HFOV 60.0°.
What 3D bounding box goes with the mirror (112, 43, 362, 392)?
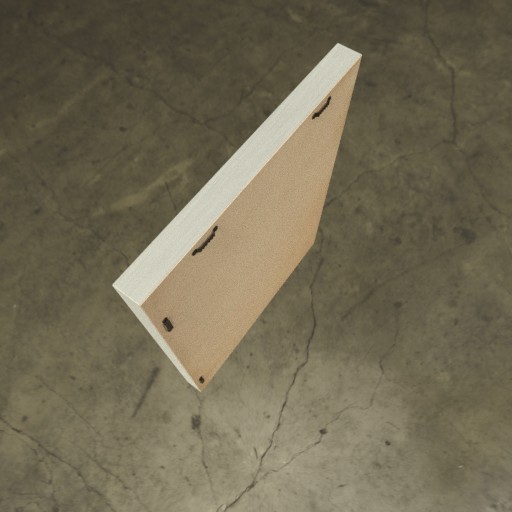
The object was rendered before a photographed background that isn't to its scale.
[{"bbox_3d":[0.000,0.000,0.710,0.041,0.508,0.405,33,69,15],"label":"mirror"}]
